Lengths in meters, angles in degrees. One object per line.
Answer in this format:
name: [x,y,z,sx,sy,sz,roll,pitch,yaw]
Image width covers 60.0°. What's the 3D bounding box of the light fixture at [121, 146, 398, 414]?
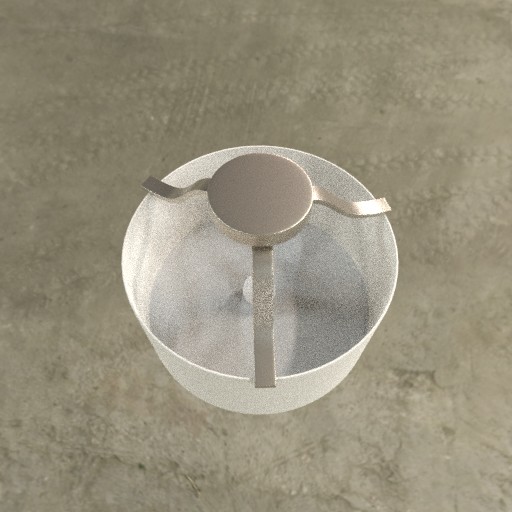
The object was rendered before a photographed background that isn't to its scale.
light fixture: [0.000,0.000,0.652,0.395,0.304,0.395,0,58,0]
